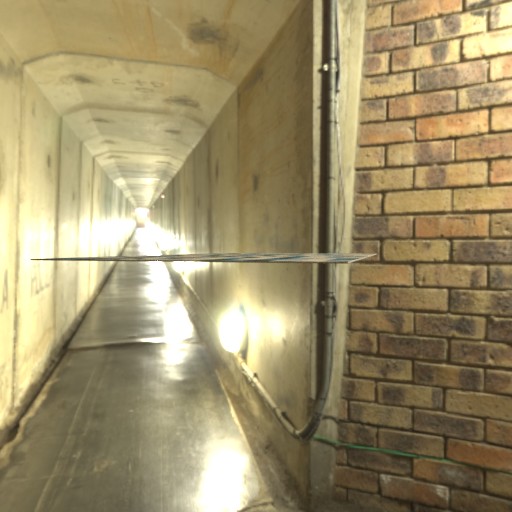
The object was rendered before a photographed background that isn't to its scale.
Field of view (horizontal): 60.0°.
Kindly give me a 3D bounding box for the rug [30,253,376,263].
[{"bbox_3d":[0.000,0.000,3.042,1.507,0.007,2.433,0,1,17],"label":"rug"}]
